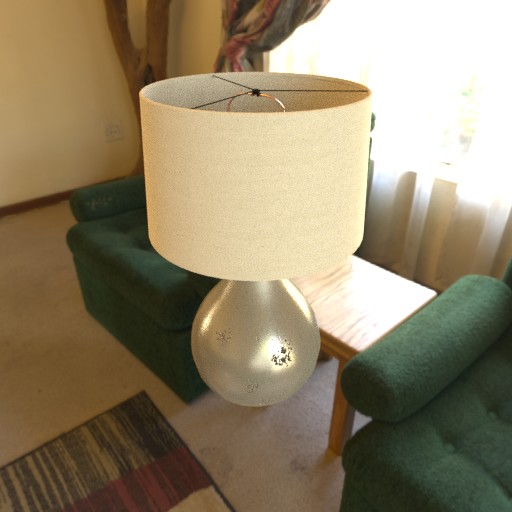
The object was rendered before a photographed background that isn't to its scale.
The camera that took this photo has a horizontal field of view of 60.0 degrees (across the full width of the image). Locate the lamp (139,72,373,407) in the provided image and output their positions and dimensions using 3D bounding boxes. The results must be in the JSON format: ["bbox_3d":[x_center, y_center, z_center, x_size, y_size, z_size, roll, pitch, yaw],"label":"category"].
[{"bbox_3d":[0.000,0.000,0.726,0.330,0.521,0.330,0,30,0],"label":"lamp"}]
